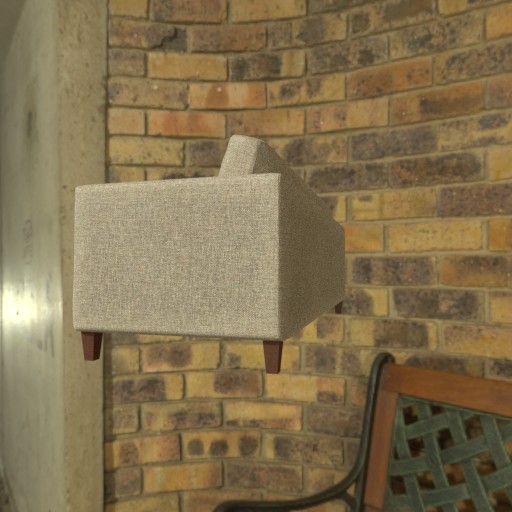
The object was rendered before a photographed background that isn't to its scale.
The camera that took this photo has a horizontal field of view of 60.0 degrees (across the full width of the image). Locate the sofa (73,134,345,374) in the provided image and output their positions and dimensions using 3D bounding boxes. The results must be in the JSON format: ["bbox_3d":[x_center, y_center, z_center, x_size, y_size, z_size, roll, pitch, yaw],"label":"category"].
[{"bbox_3d":[0.000,0.000,2.903,0.948,0.951,2.434,0,-2,17],"label":"sofa"}]
